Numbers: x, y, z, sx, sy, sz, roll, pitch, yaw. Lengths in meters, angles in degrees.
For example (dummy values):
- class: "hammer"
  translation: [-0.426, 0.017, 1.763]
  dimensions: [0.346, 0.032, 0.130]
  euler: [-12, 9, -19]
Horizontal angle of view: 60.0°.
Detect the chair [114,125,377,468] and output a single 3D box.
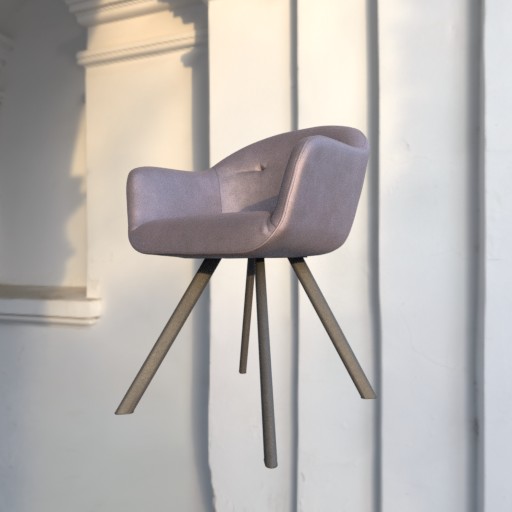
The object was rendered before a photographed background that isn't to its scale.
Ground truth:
- class: "chair"
  translation: [0.000, 0.000, 1.172]
  dimensions: [0.567, 0.781, 0.544]
  euler: [0, 0, 37]
